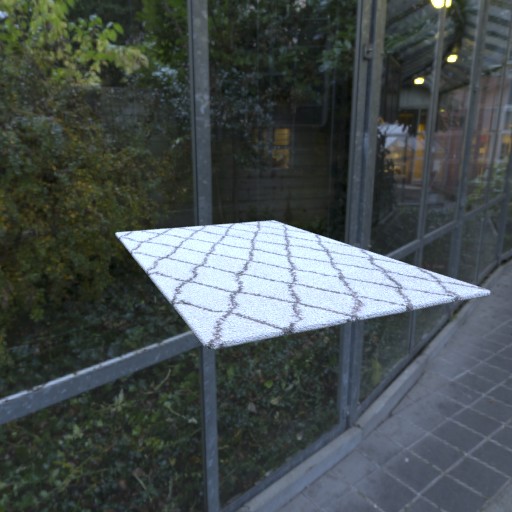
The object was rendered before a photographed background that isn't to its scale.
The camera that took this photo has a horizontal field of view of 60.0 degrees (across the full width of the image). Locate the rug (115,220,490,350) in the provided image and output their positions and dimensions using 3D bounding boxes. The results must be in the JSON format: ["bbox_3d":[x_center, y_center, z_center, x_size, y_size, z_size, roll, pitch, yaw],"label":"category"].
[{"bbox_3d":[0.000,0.000,3.021,1.524,0.030,2.438,-6,15,-24],"label":"rug"}]
